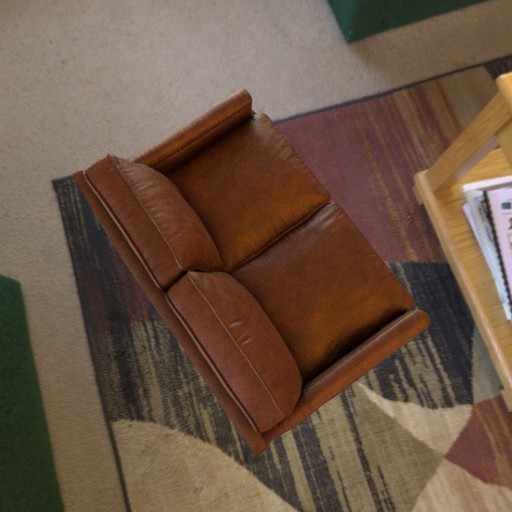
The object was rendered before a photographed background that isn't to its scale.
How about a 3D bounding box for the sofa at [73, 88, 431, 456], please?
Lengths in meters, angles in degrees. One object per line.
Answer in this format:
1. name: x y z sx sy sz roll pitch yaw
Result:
1. sofa: 0.000 0.000 2.336 1.083 1.003 1.628 -34 78 -8
